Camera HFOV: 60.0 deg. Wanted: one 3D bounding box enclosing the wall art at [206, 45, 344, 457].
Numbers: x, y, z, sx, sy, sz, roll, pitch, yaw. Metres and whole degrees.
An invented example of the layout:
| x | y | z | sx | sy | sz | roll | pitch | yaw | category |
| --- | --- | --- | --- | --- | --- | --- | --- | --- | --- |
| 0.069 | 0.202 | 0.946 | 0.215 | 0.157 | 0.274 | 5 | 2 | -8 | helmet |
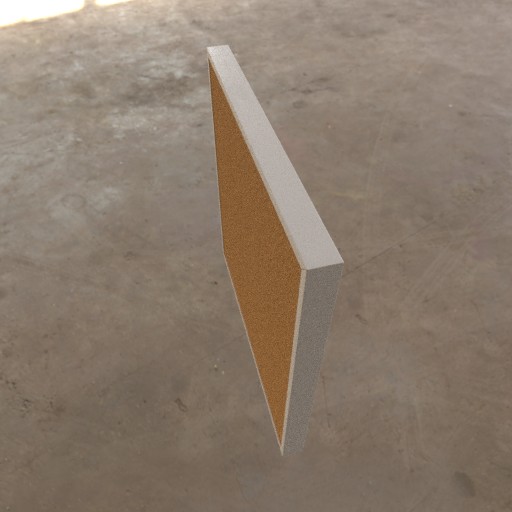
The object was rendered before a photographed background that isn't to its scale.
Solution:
| x | y | z | sx | sy | sz | roll | pitch | yaw | category |
| --- | --- | --- | --- | --- | --- | --- | --- | --- | --- |
| 0.000 | 0.000 | 0.765 | 0.037 | 0.508 | 0.508 | -11 | 49 | -10 | wall art |
